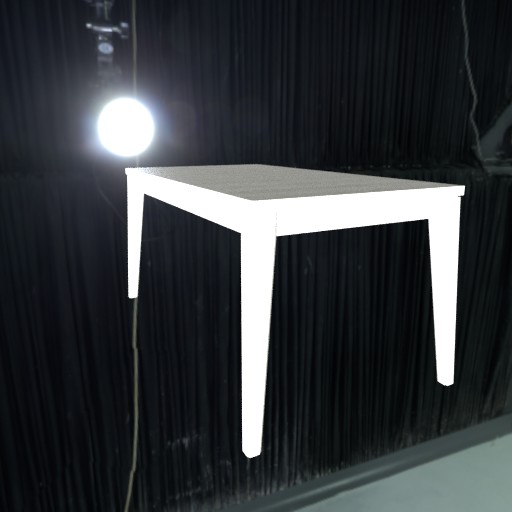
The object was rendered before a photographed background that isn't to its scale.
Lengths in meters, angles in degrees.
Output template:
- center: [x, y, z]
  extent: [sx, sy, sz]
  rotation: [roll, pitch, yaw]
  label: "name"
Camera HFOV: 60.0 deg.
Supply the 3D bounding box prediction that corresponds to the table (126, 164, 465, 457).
- center: [0.000, 0.000, 2.106]
  extent: [0.900, 0.760, 1.600]
  rotation: [-8, 17, -27]
  label: "table"
